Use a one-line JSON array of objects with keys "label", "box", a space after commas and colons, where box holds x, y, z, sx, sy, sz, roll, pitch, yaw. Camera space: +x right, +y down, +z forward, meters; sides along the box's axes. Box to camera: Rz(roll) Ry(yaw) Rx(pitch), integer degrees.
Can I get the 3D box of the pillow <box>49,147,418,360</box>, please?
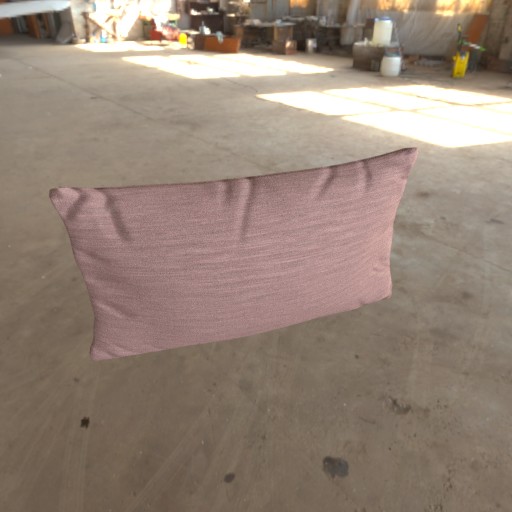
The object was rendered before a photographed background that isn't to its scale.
[{"label": "pillow", "box": [0.000, 0.000, 0.805, 0.633, 0.338, 0.210, -10, 32, -16]}]
